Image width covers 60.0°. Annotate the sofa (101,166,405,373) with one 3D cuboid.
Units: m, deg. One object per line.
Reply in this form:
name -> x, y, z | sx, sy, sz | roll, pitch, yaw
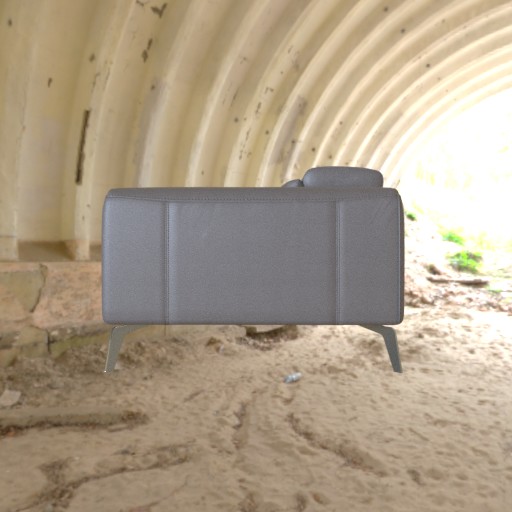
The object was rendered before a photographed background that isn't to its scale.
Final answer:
sofa -> 0.000, 0.000, 2.399 | 1.024, 0.753, 1.930 | 0, 1, 1
